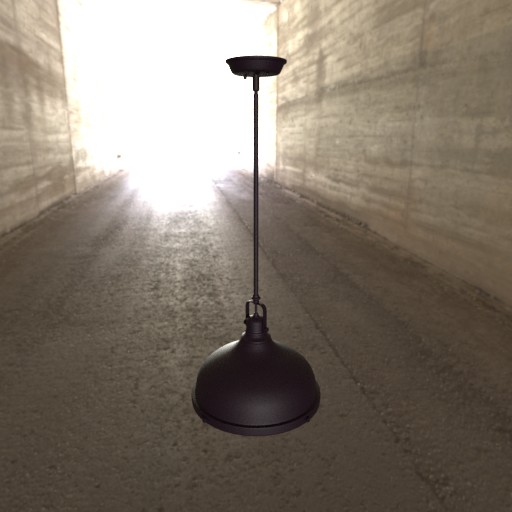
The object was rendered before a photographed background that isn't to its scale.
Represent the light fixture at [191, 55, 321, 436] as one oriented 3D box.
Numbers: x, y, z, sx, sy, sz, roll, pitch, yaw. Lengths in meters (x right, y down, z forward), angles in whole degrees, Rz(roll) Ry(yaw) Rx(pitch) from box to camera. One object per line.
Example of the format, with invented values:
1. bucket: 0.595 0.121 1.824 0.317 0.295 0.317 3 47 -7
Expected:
1. light fixture: 0.000 0.000 1.041 0.341 0.849 0.341 14 20 43
